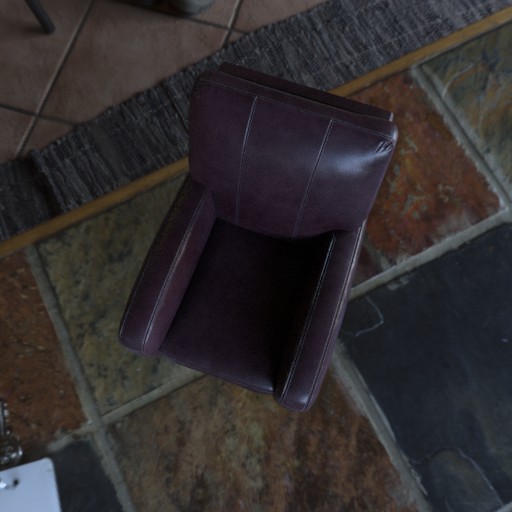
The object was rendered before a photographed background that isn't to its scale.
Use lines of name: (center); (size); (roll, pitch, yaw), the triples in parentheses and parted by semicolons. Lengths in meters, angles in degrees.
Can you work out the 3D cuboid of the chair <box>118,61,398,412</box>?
chair: (0.000, 0.000, 1.706); (0.762, 0.990, 0.990); (19, 76, 5)
